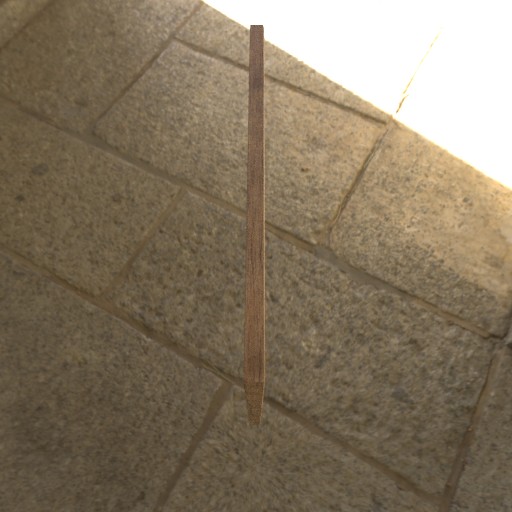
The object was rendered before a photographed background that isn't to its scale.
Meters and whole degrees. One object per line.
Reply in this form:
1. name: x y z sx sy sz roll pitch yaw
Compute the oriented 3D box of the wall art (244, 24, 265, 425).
1. wall art: 0.000 0.000 1.047 0.029 0.691 0.695 0 65 0
